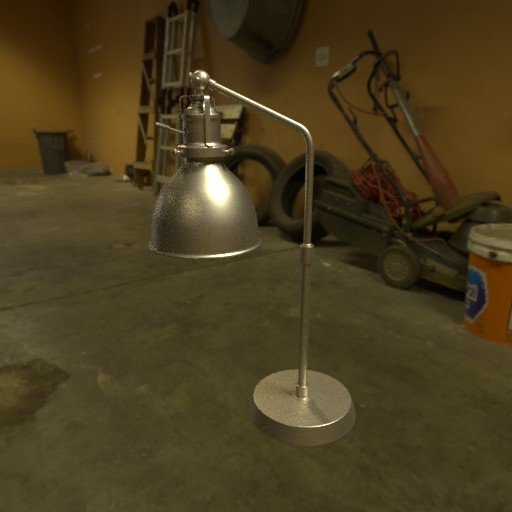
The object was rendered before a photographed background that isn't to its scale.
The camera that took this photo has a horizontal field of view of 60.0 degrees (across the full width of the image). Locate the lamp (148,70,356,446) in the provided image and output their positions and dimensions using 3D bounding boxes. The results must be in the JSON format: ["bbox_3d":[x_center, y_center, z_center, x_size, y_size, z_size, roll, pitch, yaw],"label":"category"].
[{"bbox_3d":[0.000,0.000,0.584,0.286,0.456,0.153,3,17,9],"label":"lamp"}]
